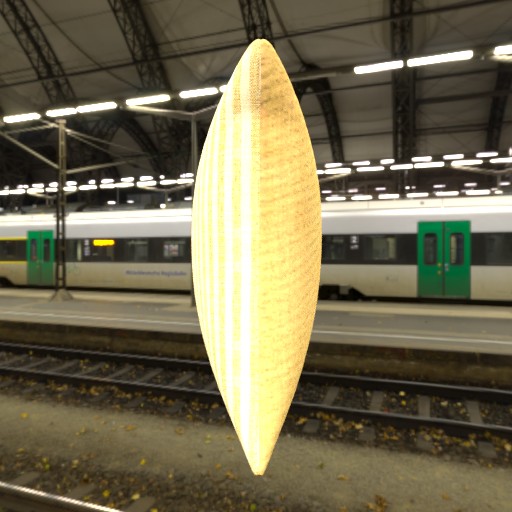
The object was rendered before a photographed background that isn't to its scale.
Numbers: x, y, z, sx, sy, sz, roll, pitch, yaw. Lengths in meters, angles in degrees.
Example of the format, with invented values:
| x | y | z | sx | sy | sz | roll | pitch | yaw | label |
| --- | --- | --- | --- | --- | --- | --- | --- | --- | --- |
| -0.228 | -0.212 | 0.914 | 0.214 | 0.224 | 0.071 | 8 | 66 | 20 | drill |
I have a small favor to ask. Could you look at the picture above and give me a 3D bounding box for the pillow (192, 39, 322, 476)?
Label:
| x | y | z | sx | sy | sz | roll | pitch | yaw | label |
| --- | --- | --- | --- | --- | --- | --- | --- | --- | --- |
| 0.000 | 0.000 | 0.617 | 0.173 | 0.407 | 0.419 | 0 | 0 | -1 | pillow |
